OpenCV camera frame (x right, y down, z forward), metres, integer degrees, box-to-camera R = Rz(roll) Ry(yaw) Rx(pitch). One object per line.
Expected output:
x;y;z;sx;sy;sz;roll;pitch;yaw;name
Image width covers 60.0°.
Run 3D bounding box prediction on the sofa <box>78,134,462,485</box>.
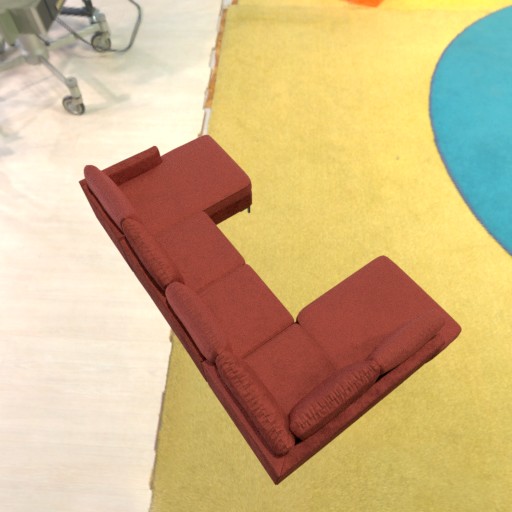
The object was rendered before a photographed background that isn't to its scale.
0.000;0.000;4.326;2.055;0.992;3.434;-32;63;-18;sofa
